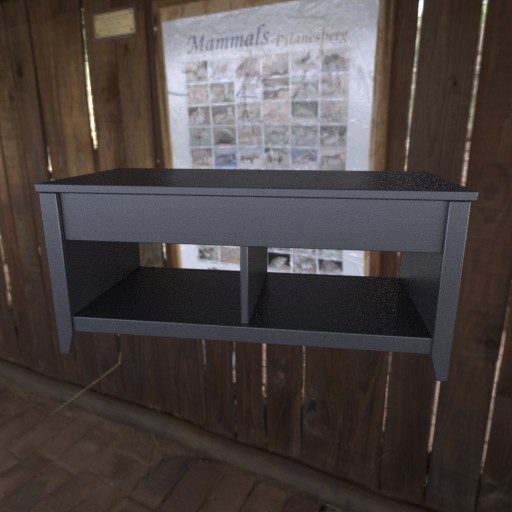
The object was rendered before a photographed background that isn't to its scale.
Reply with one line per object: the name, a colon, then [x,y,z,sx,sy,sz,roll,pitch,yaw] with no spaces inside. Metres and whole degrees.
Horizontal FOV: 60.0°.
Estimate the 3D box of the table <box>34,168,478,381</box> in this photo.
table: [0.000,0.000,1.294,1.016,0.457,0.483,2,16,8]
